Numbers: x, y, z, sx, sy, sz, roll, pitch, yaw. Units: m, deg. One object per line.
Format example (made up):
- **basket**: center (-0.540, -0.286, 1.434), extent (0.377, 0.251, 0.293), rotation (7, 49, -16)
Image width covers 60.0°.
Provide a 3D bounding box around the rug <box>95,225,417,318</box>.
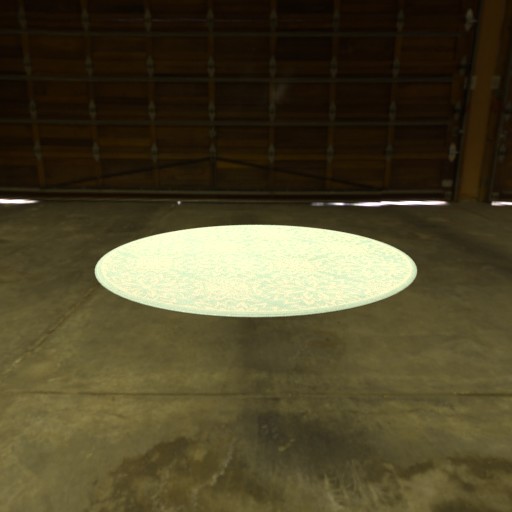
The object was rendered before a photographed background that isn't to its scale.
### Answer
- **rug**: center (0.000, 0.000, 2.320), extent (1.593, 0.012, 1.593), rotation (0, 16, 0)
